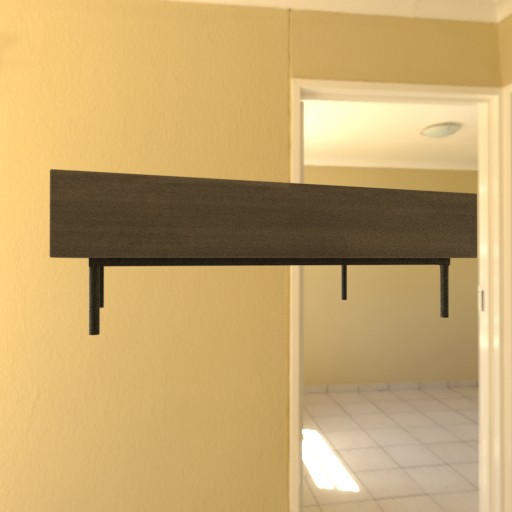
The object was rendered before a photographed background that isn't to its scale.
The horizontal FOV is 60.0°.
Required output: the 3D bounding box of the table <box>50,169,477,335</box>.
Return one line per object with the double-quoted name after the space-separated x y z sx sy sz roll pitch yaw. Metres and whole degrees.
0.000 0.000 1.370 1.088 0.347 0.643 0 0 -18 "table"
